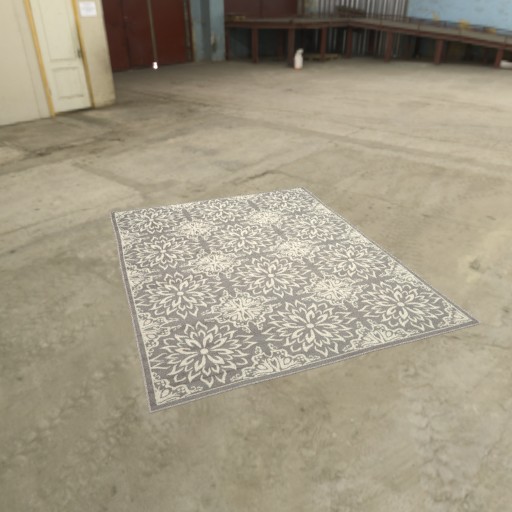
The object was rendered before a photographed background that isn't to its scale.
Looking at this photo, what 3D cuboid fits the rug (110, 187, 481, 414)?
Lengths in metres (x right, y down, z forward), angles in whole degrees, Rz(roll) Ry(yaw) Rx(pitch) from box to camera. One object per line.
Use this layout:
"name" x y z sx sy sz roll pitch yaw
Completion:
"rug" 0.000 0.000 4.047 2.363 0.012 2.980 -10 31 -18
